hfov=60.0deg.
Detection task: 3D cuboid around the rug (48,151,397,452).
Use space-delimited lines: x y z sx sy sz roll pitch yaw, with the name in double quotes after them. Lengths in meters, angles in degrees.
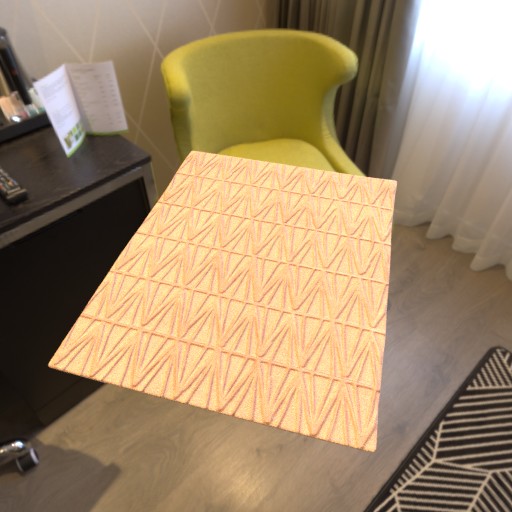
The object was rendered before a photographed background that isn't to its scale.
0.000 0.000 4.139 2.453 0.043 3.052 11 47 10 "rug"
